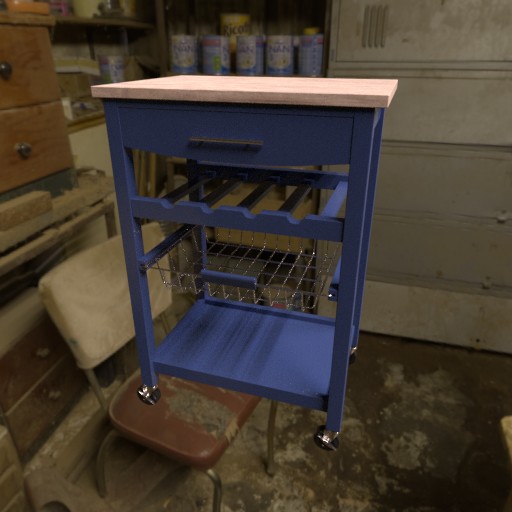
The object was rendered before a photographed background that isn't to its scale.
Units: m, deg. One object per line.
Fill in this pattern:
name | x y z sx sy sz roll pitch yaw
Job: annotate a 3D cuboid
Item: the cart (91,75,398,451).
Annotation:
cart | 0.000 0.000 1.150 0.584 0.839 0.403 8 26 16
